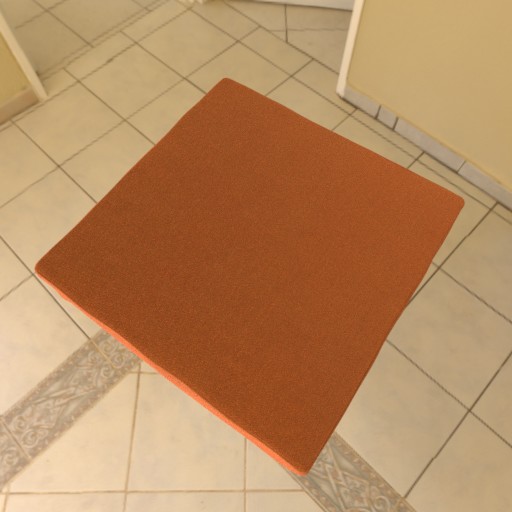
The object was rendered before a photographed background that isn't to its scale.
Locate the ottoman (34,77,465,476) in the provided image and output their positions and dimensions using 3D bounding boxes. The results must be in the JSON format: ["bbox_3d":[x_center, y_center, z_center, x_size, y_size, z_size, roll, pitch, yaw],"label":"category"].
[{"bbox_3d":[0.000,0.000,1.532,0.999,0.438,0.997,32,68,14],"label":"ottoman"}]
